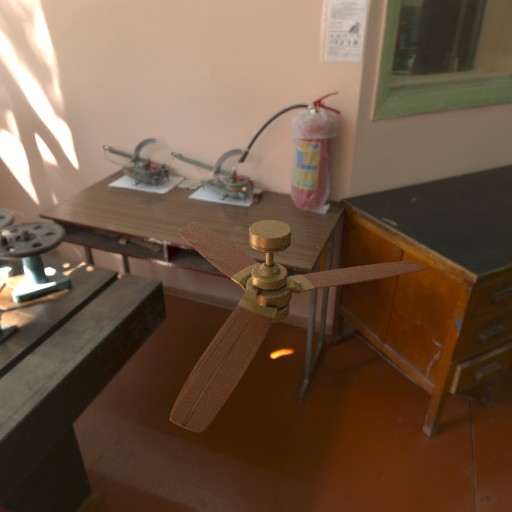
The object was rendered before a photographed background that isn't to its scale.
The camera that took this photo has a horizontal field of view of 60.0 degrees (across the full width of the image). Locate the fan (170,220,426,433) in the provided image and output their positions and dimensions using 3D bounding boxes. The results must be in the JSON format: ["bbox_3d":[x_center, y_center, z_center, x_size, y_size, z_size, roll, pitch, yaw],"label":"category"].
[{"bbox_3d":[0.000,0.000,2.053,1.416,0.425,1.271,-19,35,-30],"label":"fan"}]
